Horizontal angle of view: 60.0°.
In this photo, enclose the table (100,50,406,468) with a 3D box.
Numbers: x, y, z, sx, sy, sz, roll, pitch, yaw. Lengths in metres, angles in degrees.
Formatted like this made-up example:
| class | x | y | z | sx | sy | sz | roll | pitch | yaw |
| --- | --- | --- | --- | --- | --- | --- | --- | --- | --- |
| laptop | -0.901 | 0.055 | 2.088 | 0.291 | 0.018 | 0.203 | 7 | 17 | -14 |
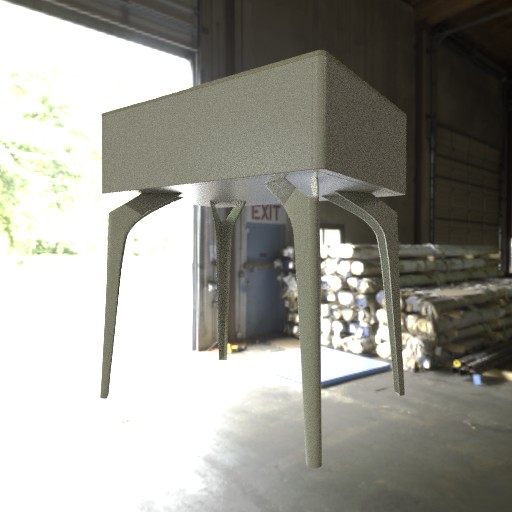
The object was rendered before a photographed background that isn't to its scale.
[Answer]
| class | x | y | z | sx | sy | sz | roll | pitch | yaw |
| --- | --- | --- | --- | --- | --- | --- | --- | --- | --- |
| table | 0.000 | 0.000 | 0.904 | 0.500 | 0.570 | 0.400 | 1 | 1 | 36 |
